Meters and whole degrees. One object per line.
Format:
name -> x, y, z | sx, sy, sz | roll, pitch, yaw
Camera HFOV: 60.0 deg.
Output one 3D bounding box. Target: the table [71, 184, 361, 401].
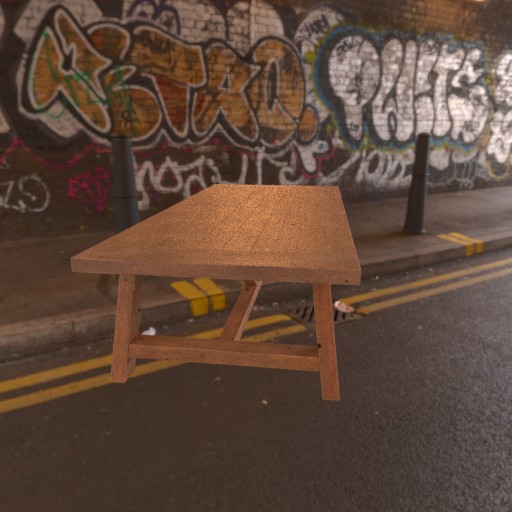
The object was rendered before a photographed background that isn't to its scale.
table -> 0.000, 0.000, 2.141 | 0.820, 0.465, 1.800 | 2, 16, 8
